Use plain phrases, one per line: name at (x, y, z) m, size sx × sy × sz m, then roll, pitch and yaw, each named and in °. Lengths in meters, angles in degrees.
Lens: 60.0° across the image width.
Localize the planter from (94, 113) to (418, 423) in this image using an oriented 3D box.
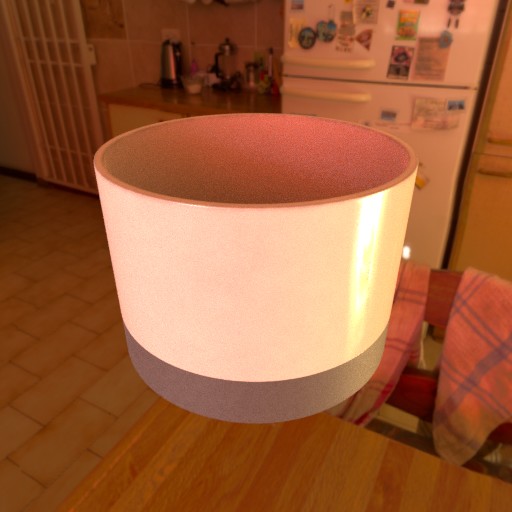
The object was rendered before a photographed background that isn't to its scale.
planter at (0.000, 0.000, 0.209) m, size 0.128 × 0.105 × 0.128 m, roll 0°, pitch 30°, yaw 0°
